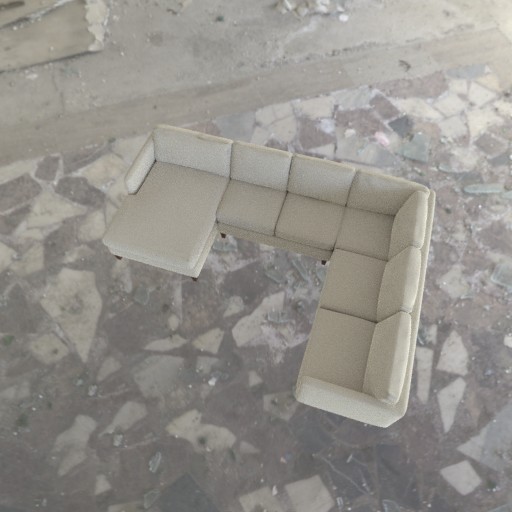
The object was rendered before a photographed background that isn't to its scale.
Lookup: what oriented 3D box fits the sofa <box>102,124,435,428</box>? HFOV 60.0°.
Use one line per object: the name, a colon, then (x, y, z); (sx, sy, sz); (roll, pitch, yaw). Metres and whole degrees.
sofa: (0.000, 0.000, 4.817); (3.459, 0.956, 2.593); (15, 60, 9)
